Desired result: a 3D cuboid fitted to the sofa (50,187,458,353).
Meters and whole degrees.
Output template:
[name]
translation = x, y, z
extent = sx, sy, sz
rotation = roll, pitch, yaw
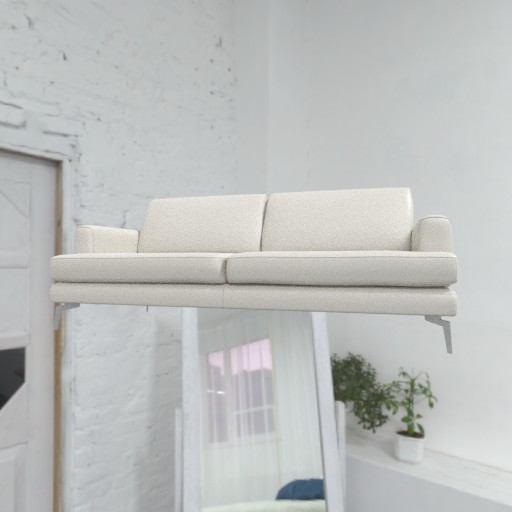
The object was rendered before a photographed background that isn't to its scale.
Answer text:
[sofa]
translation = 0.000, 0.000, 2.434
extent = 1.940, 0.765, 0.974
rotation = 0, -1, 18
